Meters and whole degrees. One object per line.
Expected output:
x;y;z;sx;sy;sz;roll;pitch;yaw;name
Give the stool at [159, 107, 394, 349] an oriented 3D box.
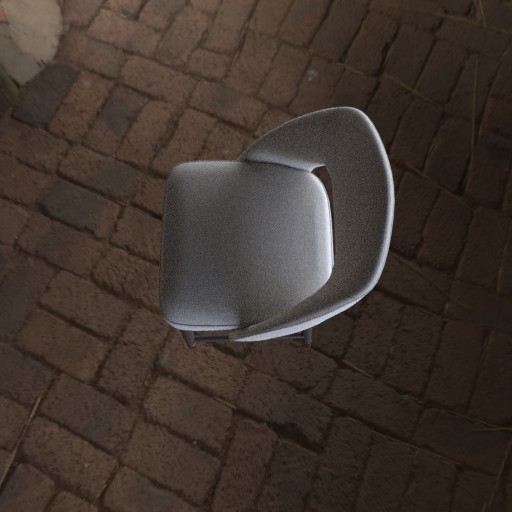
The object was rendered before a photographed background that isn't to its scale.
0.000;0.000;1.261;0.509;0.940;0.494;0;74;0;stool
